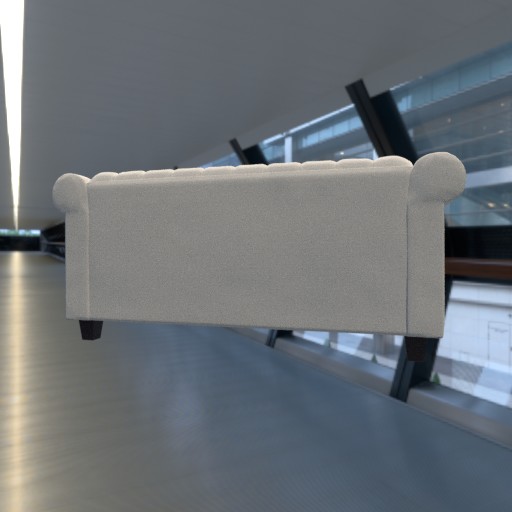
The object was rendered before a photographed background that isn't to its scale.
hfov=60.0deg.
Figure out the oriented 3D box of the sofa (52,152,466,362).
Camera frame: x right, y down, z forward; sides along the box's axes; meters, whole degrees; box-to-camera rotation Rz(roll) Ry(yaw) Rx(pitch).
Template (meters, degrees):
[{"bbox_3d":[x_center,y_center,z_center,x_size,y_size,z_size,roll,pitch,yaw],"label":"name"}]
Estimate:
[{"bbox_3d":[0.000,0.000,2.213,1.798,0.796,0.771,0,1,16],"label":"sofa"}]
